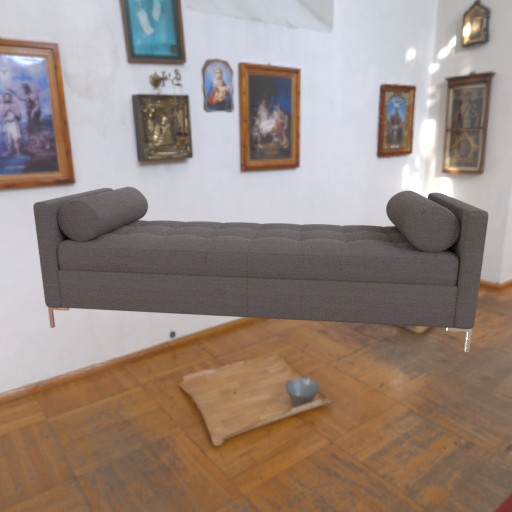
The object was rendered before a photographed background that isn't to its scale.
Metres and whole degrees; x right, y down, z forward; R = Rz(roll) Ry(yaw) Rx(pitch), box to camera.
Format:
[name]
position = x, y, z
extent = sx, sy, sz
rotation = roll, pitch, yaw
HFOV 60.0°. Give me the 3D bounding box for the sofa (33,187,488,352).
[sofa]
position = 0.000, 0.000, 2.299
extent = 1.981, 0.635, 0.686
rotation = 2, 15, 7
